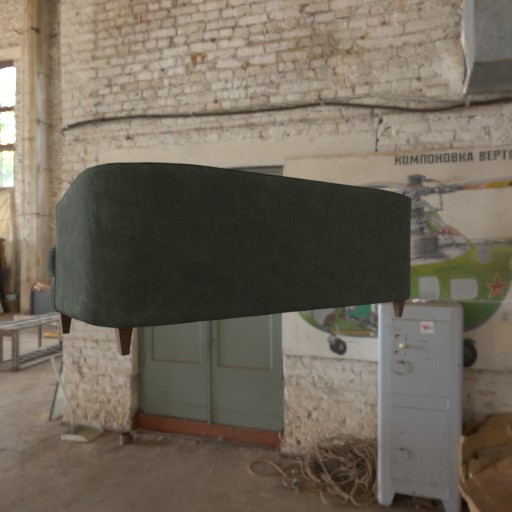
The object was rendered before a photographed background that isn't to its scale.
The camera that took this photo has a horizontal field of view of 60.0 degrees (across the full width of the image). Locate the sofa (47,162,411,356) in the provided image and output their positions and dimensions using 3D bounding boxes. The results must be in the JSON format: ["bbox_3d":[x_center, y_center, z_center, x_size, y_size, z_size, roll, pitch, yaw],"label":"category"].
[{"bbox_3d":[0.000,0.000,2.794,2.278,0.855,0.941,0,0,-36],"label":"sofa"}]
